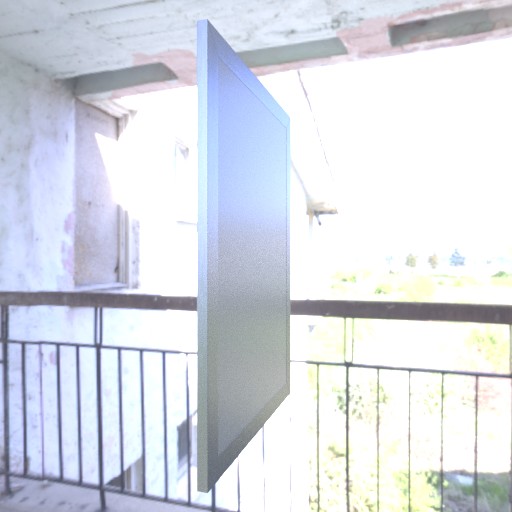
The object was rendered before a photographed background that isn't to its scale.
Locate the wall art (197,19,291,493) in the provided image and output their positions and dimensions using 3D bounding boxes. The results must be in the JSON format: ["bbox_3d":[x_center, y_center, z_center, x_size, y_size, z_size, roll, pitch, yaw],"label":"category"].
[{"bbox_3d":[0.000,0.000,0.674,0.013,0.529,0.376,0,0,19],"label":"wall art"}]
